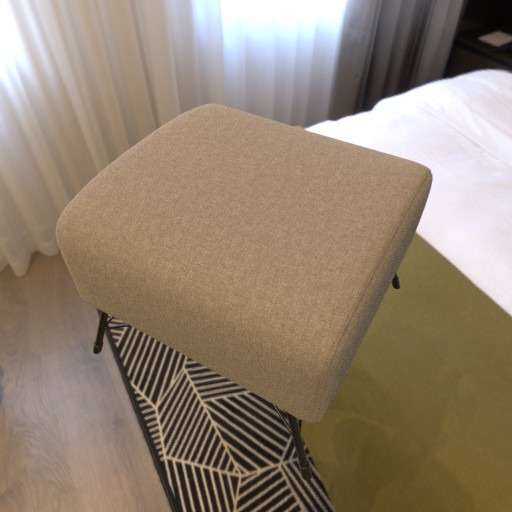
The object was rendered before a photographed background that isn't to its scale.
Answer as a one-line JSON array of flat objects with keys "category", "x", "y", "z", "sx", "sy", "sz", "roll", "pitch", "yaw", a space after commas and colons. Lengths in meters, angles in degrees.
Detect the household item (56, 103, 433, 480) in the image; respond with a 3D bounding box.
[{"category": "household item", "x": 0.000, "y": 0.000, "z": 0.892, "sx": 0.530, "sy": 0.410, "sz": 0.530, "roll": 23, "pitch": 50, "yaw": 20}]
